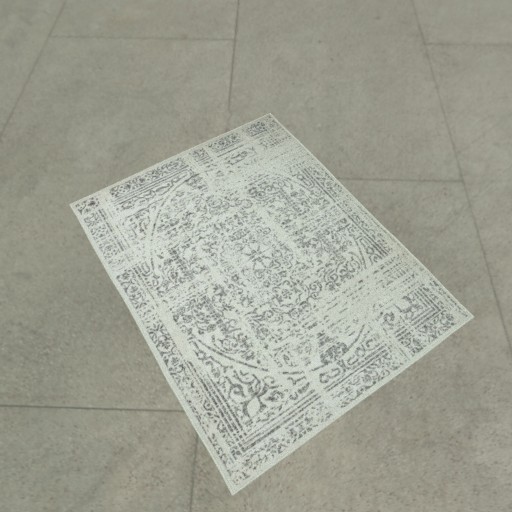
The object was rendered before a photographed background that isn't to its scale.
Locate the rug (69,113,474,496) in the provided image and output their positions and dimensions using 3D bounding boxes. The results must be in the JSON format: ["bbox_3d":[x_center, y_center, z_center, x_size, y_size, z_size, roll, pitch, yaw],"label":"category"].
[{"bbox_3d":[0.000,0.000,3.873,2.311,0.032,2.921,-29,63,-17],"label":"rug"}]
